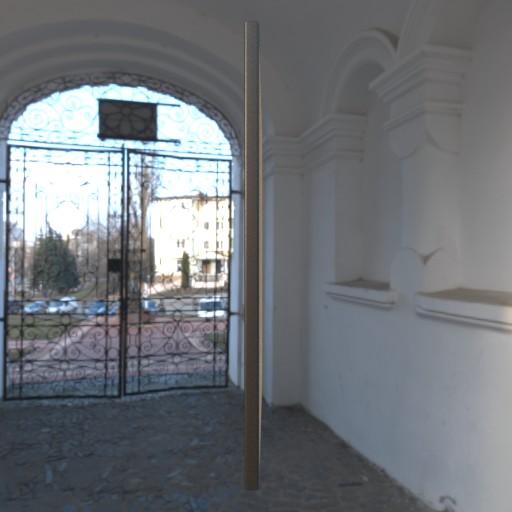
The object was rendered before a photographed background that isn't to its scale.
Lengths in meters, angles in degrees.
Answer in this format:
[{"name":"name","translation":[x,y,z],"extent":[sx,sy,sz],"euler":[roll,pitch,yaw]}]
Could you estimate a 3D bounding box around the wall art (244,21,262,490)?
[{"name":"wall art","translation":[0.000,0.000,0.789],"extent":[0.018,0.582,0.481],"euler":[0,0,1]}]
